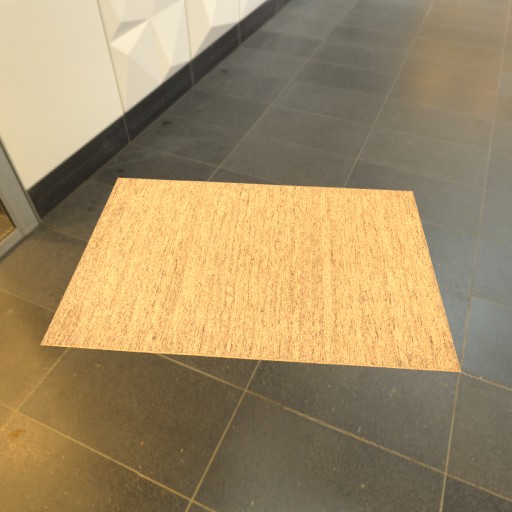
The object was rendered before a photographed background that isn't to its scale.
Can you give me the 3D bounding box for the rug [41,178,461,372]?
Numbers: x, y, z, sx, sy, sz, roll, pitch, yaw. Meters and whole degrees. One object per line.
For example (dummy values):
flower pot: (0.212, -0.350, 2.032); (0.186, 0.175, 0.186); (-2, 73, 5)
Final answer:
rug: (0.000, 0.000, 2.352); (1.840, 0.013, 1.225); (3, 47, 3)
